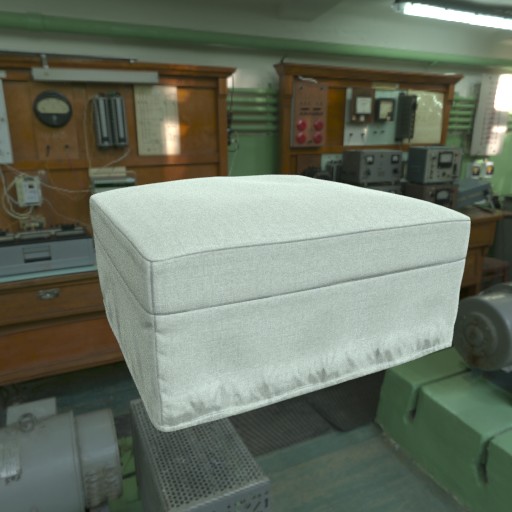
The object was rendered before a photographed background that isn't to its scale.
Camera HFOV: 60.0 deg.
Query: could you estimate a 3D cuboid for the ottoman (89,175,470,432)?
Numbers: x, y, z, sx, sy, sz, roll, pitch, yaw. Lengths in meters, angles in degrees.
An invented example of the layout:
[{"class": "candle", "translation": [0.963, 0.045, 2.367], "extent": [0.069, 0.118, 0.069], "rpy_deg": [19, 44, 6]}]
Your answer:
[{"class": "ottoman", "translation": [0.000, 0.000, 1.334], "extent": [0.843, 0.436, 0.840], "rpy_deg": [-8, 18, -25]}]
